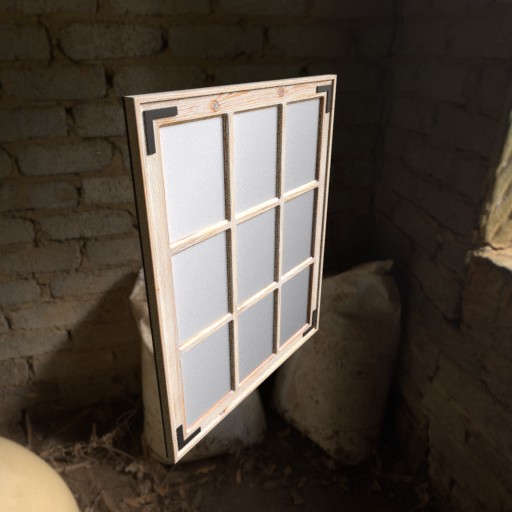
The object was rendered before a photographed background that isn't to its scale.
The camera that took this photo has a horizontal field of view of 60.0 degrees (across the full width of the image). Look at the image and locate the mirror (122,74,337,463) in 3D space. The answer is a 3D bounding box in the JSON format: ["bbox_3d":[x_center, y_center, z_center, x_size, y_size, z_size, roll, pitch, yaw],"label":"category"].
[{"bbox_3d":[0.000,0.000,1.209,0.032,0.882,0.730,18,31,33],"label":"mirror"}]
